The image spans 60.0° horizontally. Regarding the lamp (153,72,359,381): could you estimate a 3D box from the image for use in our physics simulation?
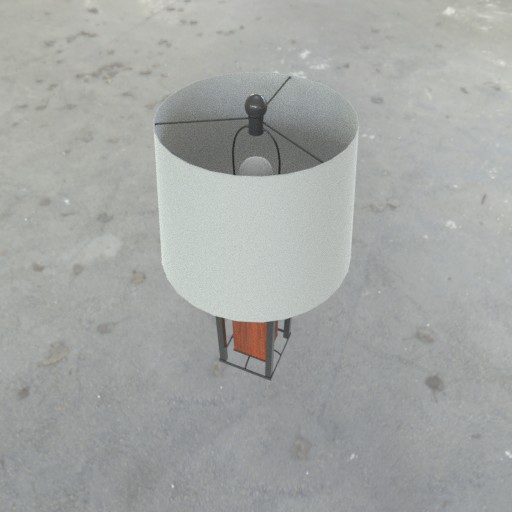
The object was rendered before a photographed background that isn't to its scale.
[{"bbox_3d":[0.000,0.000,0.775,0.320,0.591,0.320,0,46,0],"label":"lamp"}]
